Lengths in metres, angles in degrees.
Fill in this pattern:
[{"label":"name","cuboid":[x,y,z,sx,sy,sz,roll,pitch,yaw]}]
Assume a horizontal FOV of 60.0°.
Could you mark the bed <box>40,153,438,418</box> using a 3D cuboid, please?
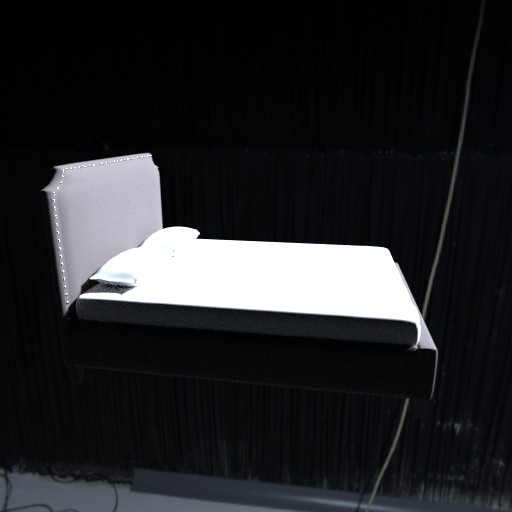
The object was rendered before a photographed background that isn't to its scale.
[{"label":"bed","cuboid":[0.000,0.000,3.398,2.372,1.443,1.713,3,17,9]}]
